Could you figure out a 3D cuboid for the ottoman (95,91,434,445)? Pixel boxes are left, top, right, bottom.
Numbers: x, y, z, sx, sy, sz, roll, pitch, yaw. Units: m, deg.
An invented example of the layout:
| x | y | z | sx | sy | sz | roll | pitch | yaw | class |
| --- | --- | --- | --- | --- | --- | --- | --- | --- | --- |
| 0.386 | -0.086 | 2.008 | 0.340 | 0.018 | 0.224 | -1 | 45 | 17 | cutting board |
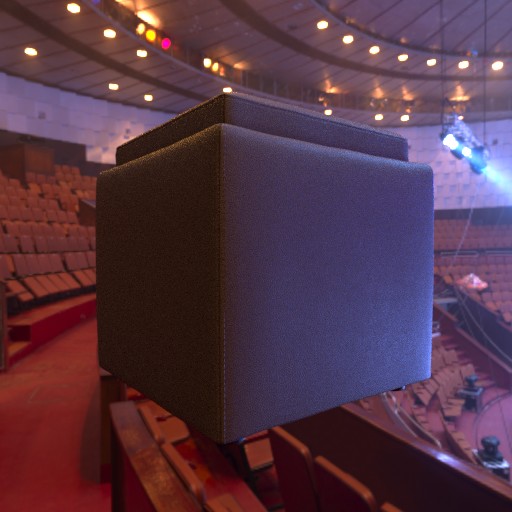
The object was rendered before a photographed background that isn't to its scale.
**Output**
| x | y | z | sx | sy | sz | roll | pitch | yaw | class |
| --- | --- | --- | --- | --- | --- | --- | --- | --- | --- |
| 0.000 | 0.000 | 0.804 | 0.451 | 0.460 | 0.450 | -1 | 1 | -37 | ottoman |
